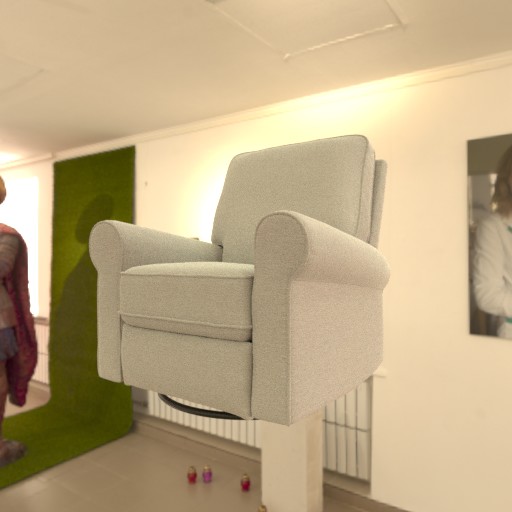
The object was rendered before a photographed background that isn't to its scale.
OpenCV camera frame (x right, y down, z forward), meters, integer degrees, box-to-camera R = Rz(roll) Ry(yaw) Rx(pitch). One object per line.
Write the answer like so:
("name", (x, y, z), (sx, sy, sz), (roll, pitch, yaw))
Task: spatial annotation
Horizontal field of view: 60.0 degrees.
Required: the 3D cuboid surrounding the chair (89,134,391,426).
("chair", (0.000, 0.000, 1.658), (0.890, 0.960, 0.878), (0, 1, 35))
